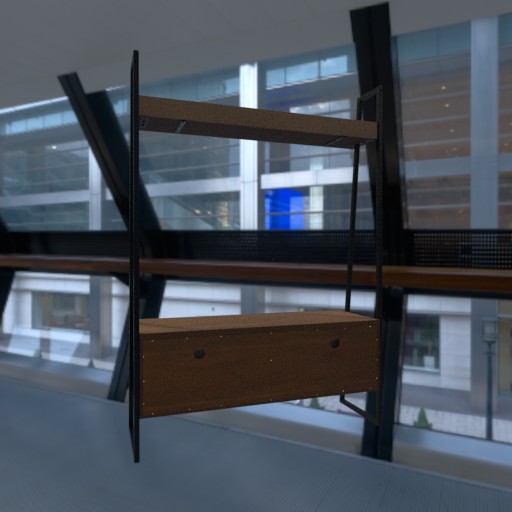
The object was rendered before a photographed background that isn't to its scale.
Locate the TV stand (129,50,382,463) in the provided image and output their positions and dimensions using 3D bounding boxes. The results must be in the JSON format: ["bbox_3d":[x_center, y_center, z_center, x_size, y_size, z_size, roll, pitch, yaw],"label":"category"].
[{"bbox_3d":[0.000,0.000,2.295,1.250,1.772,0.432,0,0,-19],"label":"TV stand"}]
